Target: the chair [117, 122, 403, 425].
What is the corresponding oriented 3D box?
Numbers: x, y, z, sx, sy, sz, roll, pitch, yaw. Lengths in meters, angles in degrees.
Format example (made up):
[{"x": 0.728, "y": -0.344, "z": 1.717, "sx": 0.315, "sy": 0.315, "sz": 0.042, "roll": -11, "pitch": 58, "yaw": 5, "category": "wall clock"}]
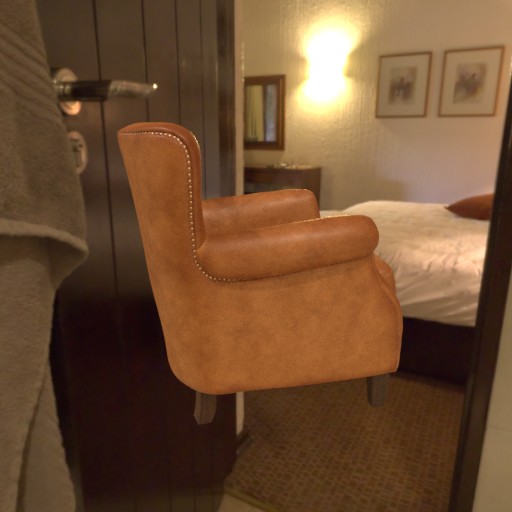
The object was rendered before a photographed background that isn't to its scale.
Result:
[{"x": 0.000, "y": 0.000, "z": 1.647, "sx": 0.921, "sy": 0.936, "sz": 0.861, "roll": -2, "pitch": 15, "yaw": -8, "category": "chair"}]
